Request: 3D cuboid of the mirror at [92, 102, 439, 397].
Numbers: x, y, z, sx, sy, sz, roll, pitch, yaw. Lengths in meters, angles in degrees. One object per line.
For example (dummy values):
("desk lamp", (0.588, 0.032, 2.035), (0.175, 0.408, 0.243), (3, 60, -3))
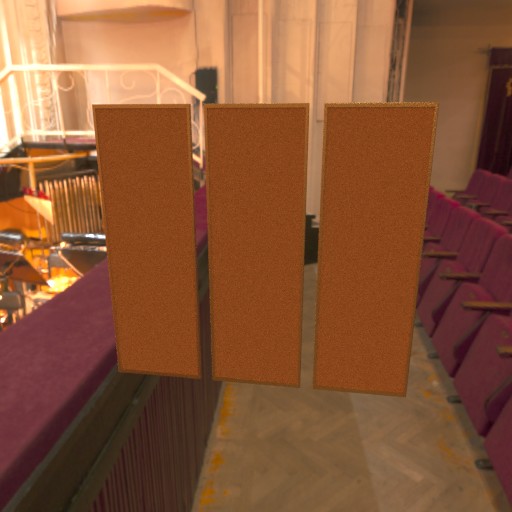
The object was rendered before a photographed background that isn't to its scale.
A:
("mirror", (0.000, 0.000, 1.423), (1.011, 0.926, 0.023), (3, 17, 8))
